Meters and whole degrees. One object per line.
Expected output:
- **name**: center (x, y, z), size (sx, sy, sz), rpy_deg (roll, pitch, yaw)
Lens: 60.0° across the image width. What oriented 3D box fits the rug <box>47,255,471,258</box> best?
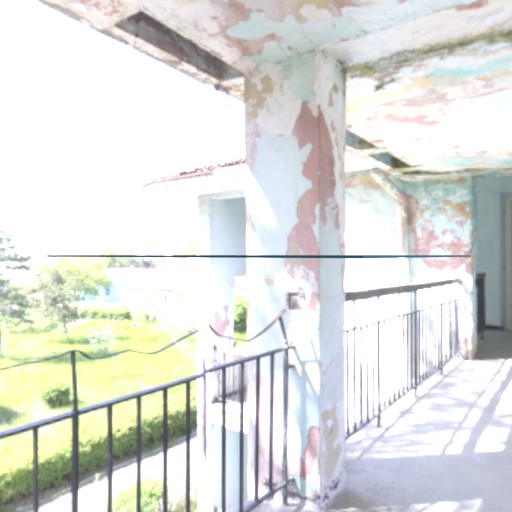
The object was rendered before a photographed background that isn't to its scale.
- **rug**: center (0.000, 0.000, 3.935), size (3.044, 0.015, 2.226), rpy_deg (0, 0, 38)
